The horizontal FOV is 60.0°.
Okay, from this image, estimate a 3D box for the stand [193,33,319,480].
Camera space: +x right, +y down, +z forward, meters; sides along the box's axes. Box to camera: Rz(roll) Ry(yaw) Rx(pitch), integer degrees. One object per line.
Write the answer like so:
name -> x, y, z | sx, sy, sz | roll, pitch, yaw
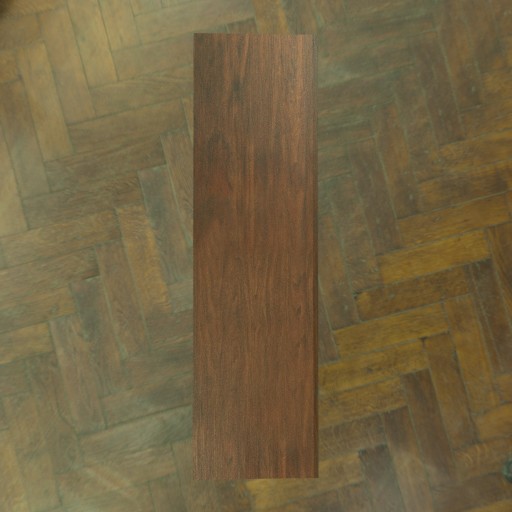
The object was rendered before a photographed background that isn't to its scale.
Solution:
stand -> 0.000, 0.000, 1.925 | 0.481, 0.610, 1.626 | 0, 89, -2
